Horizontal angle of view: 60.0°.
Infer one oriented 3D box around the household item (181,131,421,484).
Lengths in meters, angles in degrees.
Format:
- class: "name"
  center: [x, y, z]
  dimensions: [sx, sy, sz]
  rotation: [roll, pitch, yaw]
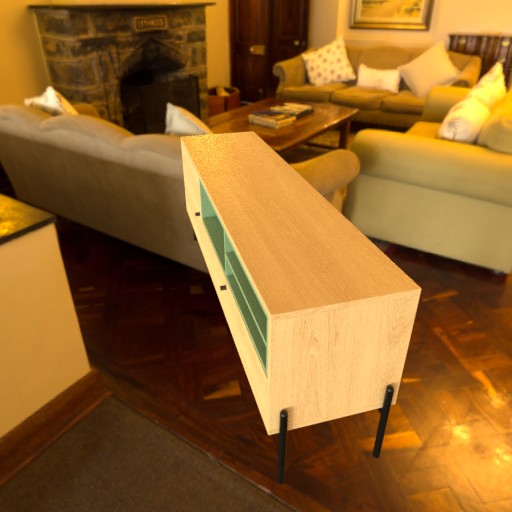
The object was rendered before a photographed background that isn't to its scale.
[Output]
- class: "household item"
  center: [0.000, 0.000, 1.796]
  dimensions: [0.400, 0.600, 1.550]
  rotation: [-8, 31, -14]
